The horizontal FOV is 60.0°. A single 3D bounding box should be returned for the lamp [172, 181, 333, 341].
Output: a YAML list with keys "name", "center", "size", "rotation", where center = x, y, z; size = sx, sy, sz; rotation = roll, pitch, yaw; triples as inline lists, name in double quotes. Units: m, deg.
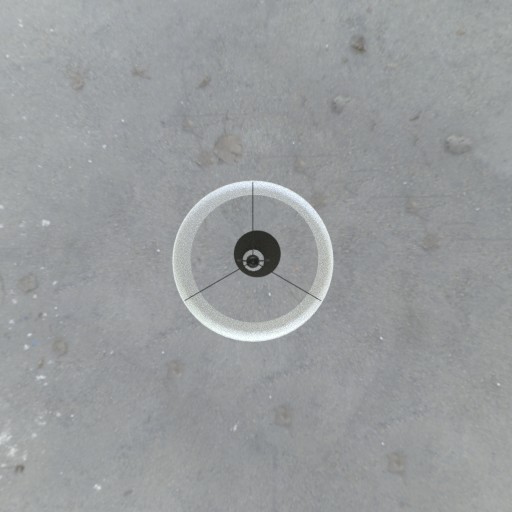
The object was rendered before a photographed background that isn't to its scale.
- name: "lamp"
  center: [0.000, 0.000, 1.823]
  size: [0.377, 1.599, 0.377]
  rotation: [0, 91, 1]
